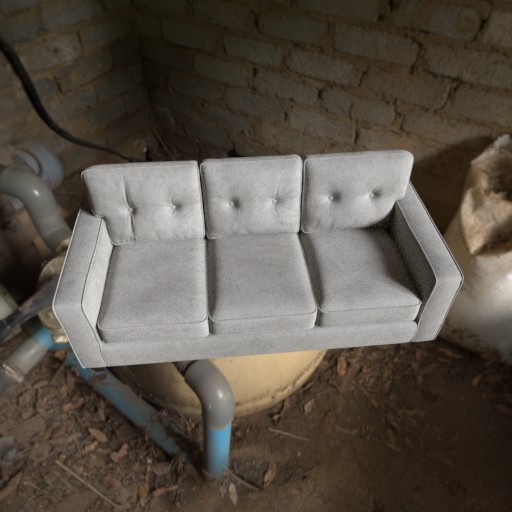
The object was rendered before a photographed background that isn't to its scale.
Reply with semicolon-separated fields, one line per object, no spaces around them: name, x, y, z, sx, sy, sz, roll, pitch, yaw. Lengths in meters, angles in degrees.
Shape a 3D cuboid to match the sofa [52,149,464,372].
sofa;0.000;0.000;2.673;2.133;0.965;0.939;-4;45;-4
